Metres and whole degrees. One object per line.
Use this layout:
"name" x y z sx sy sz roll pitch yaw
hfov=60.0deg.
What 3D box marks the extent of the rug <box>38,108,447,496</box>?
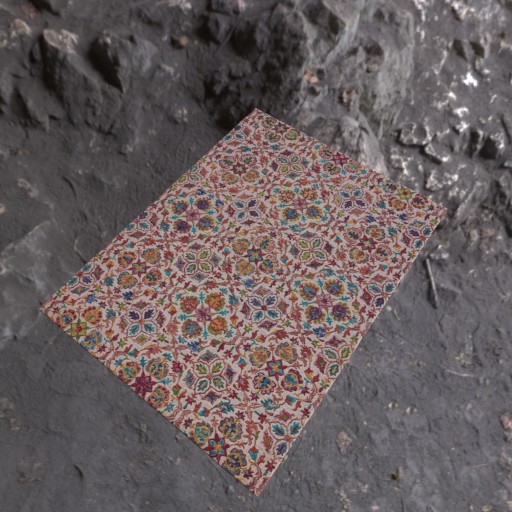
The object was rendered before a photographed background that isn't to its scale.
"rug" 0.000 0.000 4.215 2.446 0.020 3.215 33 65 18
